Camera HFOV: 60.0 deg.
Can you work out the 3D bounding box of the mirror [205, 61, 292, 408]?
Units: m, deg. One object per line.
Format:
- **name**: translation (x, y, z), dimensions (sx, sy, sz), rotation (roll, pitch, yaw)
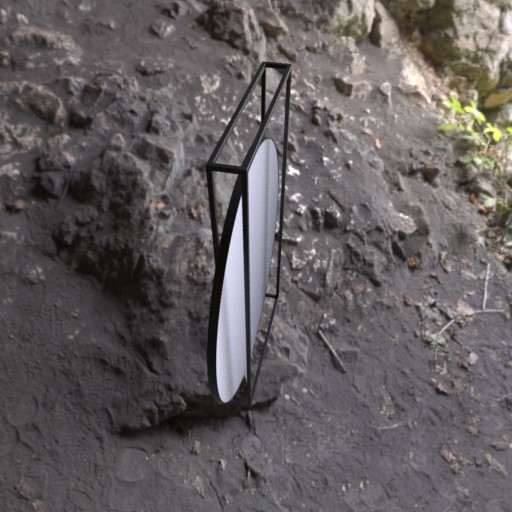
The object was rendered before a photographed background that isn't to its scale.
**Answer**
- **mirror**: translation (0.000, 0.000, 0.842), dimensions (0.051, 0.603, 0.508), rotation (9, 46, 9)
